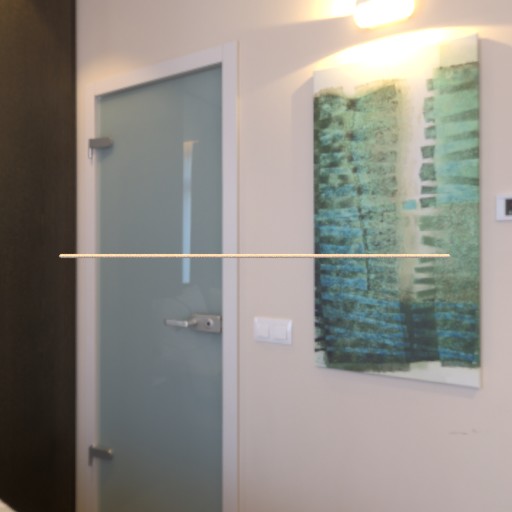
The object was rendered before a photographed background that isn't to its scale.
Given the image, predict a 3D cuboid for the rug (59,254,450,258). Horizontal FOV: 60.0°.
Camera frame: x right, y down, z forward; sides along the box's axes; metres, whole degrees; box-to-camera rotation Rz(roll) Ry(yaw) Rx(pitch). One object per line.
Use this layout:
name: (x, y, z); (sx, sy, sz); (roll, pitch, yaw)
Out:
rug: (0.000, 0.000, 2.856); (1.526, 0.014, 2.290); (0, 0, 1)
